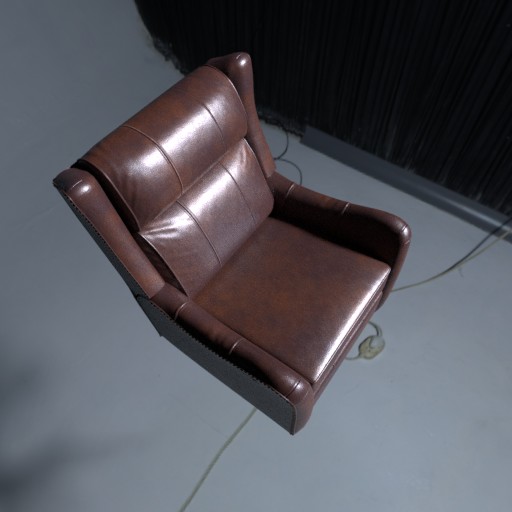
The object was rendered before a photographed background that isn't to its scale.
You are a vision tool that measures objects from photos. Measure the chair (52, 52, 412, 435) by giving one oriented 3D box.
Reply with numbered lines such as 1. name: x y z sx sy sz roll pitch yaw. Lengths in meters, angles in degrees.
1. chair: 0.000 0.000 1.795 1.008 1.084 0.869 32 63 19
